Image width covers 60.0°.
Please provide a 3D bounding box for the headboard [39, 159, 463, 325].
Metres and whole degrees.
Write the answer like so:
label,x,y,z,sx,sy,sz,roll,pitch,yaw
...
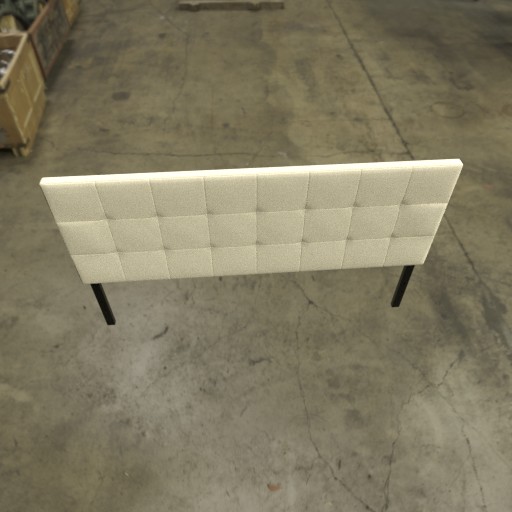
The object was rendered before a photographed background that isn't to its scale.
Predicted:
label,x,y,z,sx,sy,sz,roll,pitch,yaw
headboard,0.000,0.000,2.978,2.362,1.410,0.120,-3,46,-3
